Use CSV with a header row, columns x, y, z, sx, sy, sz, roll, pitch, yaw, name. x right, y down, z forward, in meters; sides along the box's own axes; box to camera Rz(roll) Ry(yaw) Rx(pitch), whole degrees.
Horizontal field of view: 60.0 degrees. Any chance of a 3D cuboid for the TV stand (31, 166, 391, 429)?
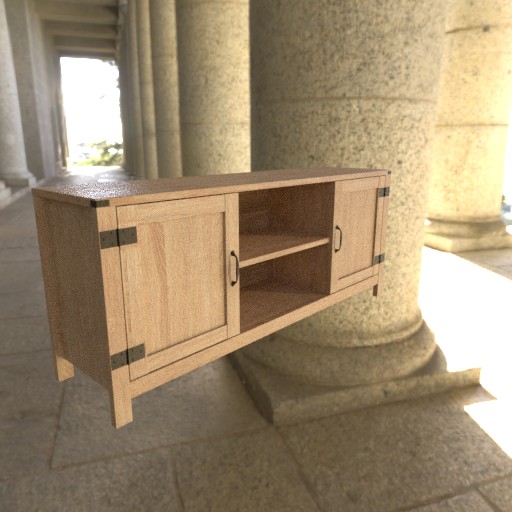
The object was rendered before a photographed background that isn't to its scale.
x,y,z,sx,sy,sz,roll,pitch,yaw,name
0.000,0.000,1.731,0.398,0.610,1.466,13,20,41,TV stand
